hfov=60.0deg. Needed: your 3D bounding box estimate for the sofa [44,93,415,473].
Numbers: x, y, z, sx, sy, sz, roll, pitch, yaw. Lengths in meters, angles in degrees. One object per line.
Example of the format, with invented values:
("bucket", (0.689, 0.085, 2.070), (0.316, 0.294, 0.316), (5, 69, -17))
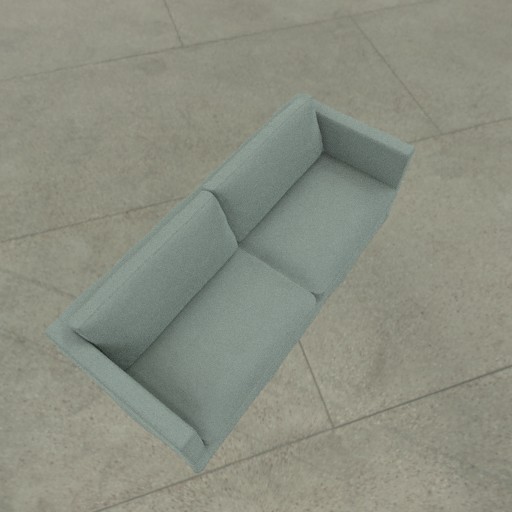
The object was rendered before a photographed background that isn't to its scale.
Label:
("sofa", (0.000, 0.000, 2.770), (0.962, 0.853, 2.312), (32, 63, 18))
